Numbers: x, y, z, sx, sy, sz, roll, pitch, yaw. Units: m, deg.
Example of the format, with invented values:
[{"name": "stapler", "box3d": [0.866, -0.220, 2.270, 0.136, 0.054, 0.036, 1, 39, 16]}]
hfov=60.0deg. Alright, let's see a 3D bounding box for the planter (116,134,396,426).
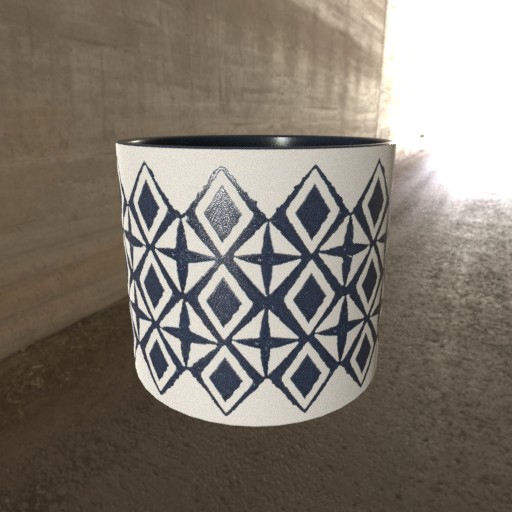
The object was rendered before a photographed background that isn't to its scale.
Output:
[{"name": "planter", "box3d": [0.000, 0.000, 0.282, 0.159, 0.144, 0.159, 0, 17, 0]}]
